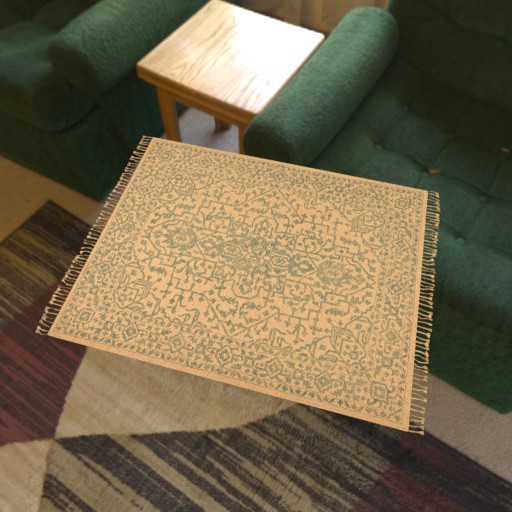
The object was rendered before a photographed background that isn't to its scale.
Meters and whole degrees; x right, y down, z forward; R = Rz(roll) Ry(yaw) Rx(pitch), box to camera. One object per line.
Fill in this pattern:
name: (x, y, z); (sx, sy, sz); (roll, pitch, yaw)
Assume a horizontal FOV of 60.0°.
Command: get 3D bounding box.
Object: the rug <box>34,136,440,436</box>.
rug: (0.000, 0.000, 4.197); (3.327, 0.010, 2.464); (13, 60, 8)
